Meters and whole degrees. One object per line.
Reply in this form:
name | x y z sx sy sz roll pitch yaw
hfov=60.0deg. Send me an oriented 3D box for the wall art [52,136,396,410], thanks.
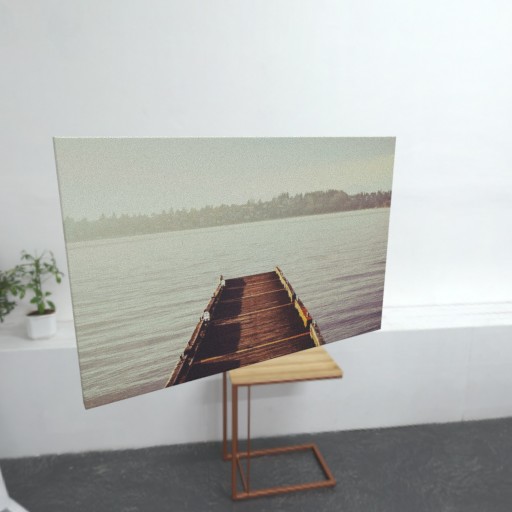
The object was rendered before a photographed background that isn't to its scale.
wall art | 0.000 0.000 1.466 1.149 0.765 0.040 -8 17 -28
